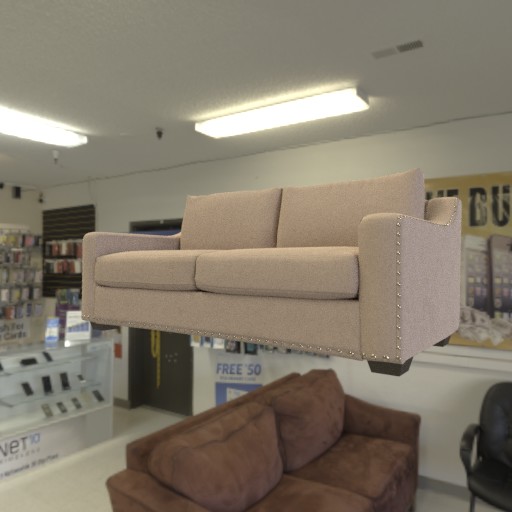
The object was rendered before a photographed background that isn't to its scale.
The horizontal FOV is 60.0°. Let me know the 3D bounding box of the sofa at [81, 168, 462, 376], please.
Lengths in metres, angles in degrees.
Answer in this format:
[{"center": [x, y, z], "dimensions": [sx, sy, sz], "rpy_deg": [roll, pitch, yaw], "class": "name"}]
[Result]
[{"center": [0.000, 0.000, 2.522], "dimensions": [1.967, 0.901, 1.030], "rpy_deg": [0, -1, 36], "class": "sofa"}]
